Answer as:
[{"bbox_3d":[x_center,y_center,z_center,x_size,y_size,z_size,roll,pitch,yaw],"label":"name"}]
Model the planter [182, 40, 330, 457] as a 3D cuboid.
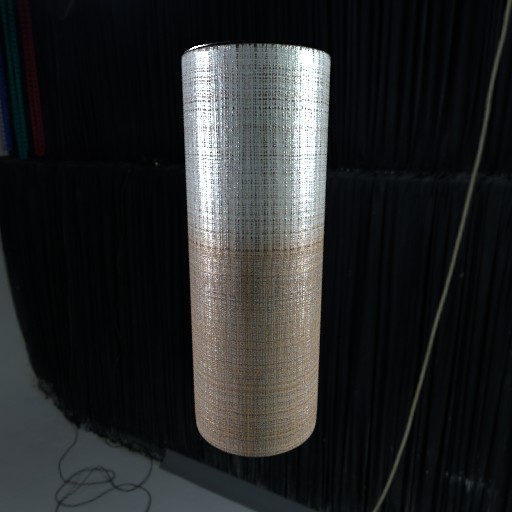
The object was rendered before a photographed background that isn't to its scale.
[{"bbox_3d":[0.000,0.000,0.332,0.099,0.278,0.099,7,16,25],"label":"planter"}]
